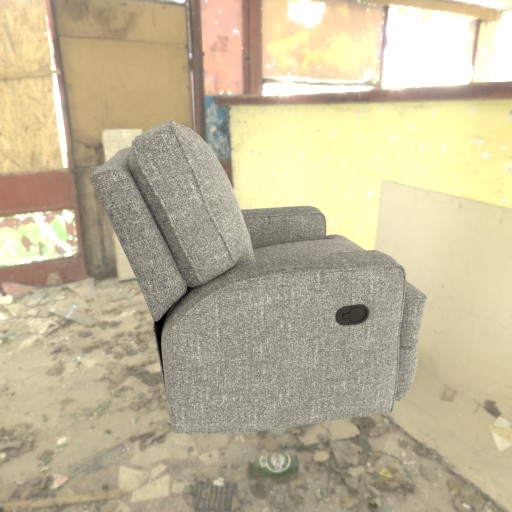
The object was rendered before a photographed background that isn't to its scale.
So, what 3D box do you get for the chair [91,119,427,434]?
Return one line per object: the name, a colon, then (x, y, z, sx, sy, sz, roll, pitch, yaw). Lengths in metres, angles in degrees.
chair: (0.000, 0.000, 1.619, 0.964, 0.962, 0.861, -3, 19, -10)
